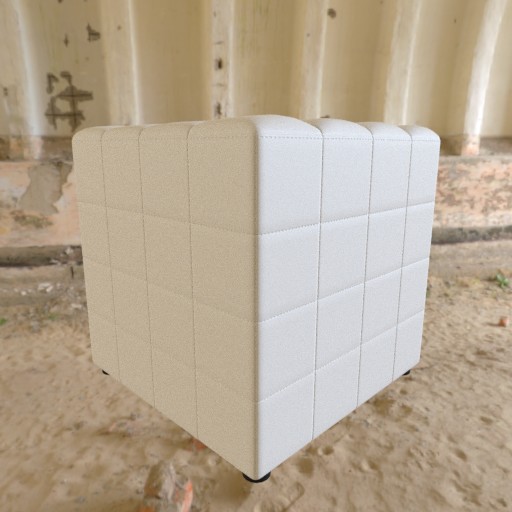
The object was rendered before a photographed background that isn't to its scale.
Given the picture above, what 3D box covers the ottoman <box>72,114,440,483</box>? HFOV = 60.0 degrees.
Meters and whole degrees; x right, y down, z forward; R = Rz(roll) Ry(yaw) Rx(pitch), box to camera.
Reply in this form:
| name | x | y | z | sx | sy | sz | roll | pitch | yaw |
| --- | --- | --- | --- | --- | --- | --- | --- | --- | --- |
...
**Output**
| name | x | y | z | sx | sy | sz | roll | pitch | yaw |
| --- | --- | --- | --- | --- | --- | --- | --- | --- | --- |
| ottoman | 0.000 | 0.000 | 0.760 | 0.425 | 0.432 | 0.425 | -13 | 19 | -43 |
